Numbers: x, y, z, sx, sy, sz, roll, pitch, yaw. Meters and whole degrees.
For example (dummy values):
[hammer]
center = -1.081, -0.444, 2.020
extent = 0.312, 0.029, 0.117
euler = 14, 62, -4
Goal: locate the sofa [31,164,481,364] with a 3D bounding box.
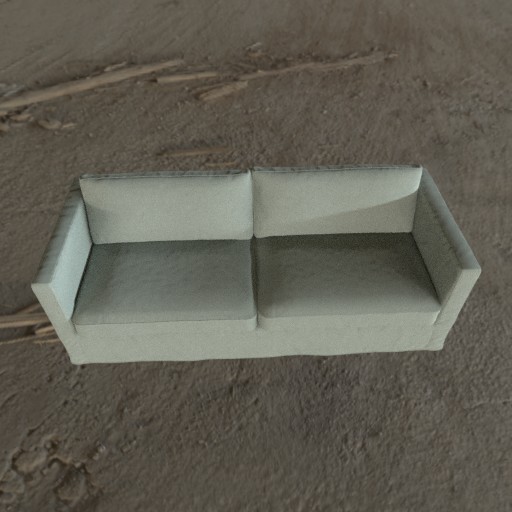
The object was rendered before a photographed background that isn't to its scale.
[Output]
[sofa]
center = 0.000, 0.000, 2.738
extent = 2.312, 0.853, 0.962
euler = -2, 46, -2
